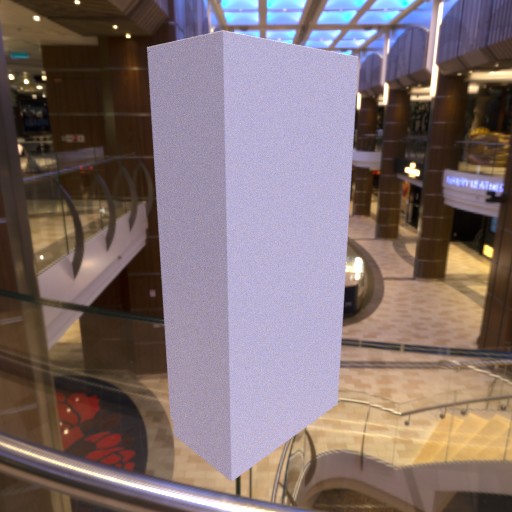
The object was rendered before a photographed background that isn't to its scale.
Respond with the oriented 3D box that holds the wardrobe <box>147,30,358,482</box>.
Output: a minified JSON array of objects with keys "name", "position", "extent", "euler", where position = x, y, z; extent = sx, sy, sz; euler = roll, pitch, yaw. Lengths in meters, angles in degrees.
[{"name":"wardrobe","position":[0.000,0.000,2.020],"extent":[0.470,1.700,0.760],"euler":[16,22,43]}]
